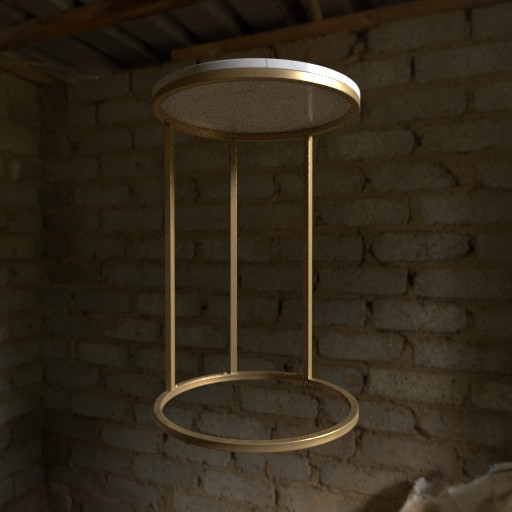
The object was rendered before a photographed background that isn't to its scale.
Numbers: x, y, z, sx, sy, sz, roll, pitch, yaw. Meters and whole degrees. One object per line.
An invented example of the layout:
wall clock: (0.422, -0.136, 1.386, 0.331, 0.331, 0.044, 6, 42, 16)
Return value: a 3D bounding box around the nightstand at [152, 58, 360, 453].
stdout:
nightstand: (0.000, 0.000, 0.881, 0.400, 0.610, 0.400, 0, 1, -17)
